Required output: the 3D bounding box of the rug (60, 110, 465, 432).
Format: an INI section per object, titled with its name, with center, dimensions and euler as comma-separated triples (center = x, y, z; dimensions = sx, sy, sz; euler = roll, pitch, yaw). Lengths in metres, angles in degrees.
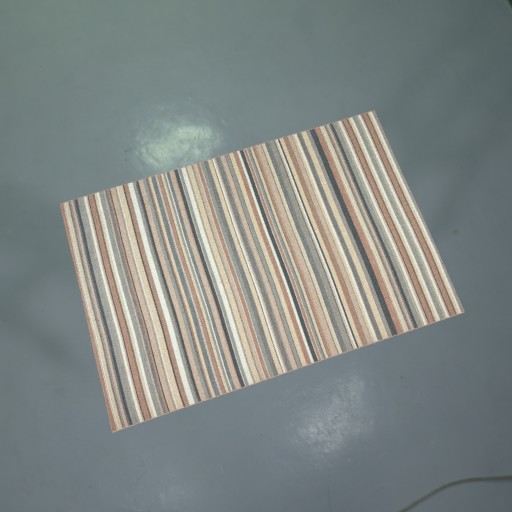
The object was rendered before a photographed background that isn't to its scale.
[rug]
center = 0.000, 0.000, 2.318
dimensions = 1.829, 0.008, 1.219
euler = -18, 76, -5
